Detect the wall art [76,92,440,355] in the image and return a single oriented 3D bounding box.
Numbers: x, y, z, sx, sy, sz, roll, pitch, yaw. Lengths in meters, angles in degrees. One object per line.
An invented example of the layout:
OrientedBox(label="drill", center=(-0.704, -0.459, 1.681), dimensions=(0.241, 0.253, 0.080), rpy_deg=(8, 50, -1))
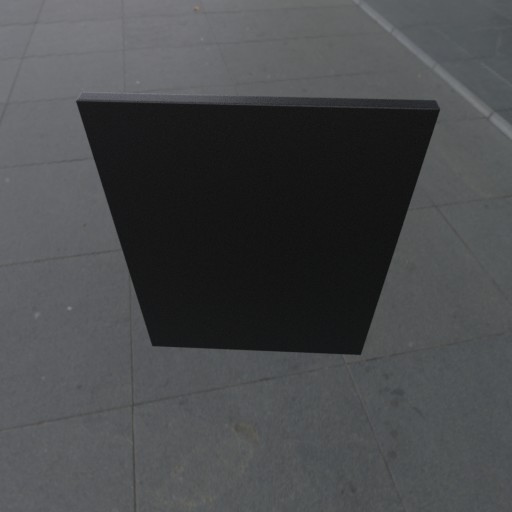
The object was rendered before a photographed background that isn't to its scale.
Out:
OrientedBox(label="wall art", center=(0.000, 0.000, 1.601), dimensions=(0.950, 1.194, 0.053), rpy_deg=(2, 46, 2))
